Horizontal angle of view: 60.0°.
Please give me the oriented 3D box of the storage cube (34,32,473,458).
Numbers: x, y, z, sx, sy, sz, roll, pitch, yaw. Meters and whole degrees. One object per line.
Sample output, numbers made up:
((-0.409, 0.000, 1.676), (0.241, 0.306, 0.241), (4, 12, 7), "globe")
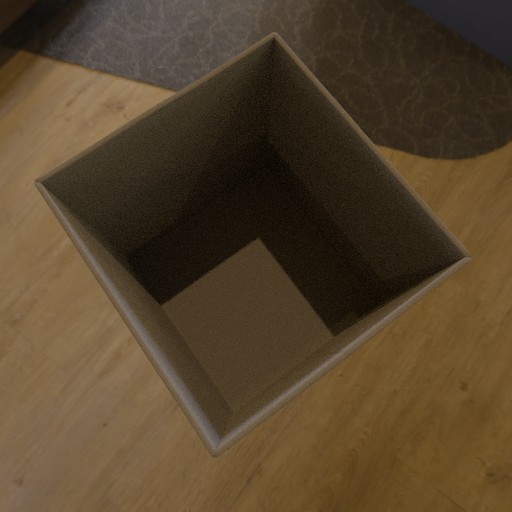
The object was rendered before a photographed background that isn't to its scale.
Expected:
((0.000, 0.000, 0.495), (0.270, 0.280, 0.270), (-35, 78, -8), "storage cube")
